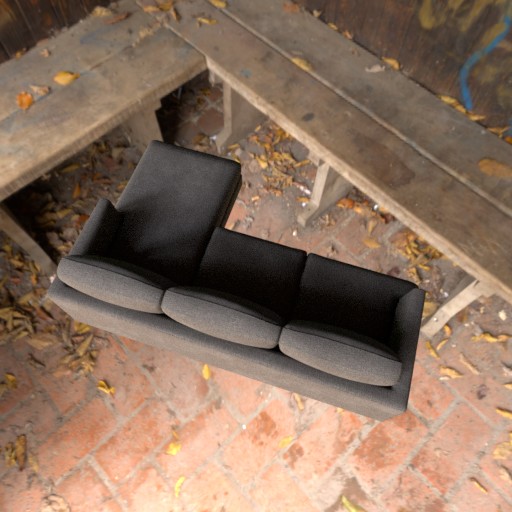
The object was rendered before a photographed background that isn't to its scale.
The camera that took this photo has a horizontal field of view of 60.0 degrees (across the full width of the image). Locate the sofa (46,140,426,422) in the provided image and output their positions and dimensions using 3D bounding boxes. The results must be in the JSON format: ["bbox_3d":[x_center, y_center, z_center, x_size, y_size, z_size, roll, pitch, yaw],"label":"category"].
[{"bbox_3d":[0.000,0.000,3.062,2.233,0.956,1.504,16,65,8],"label":"sofa"}]
